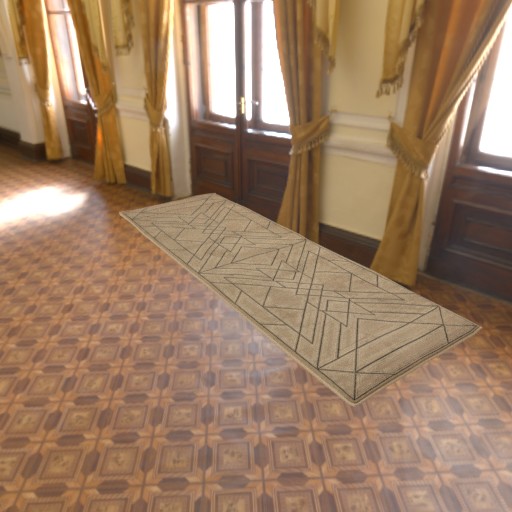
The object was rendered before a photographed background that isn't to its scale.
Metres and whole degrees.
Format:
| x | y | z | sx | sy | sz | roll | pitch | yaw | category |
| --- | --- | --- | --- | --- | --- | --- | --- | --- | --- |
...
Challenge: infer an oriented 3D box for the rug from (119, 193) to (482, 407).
| x | y | z | sx | sy | sz | roll | pitch | yaw | category |
| --- | --- | --- | --- | --- | --- | --- | --- | --- | --- |
| 0.000 | 0.000 | 2.653 | 0.831 | 0.036 | 2.381 | -17 | 31 | -31 | rug |
